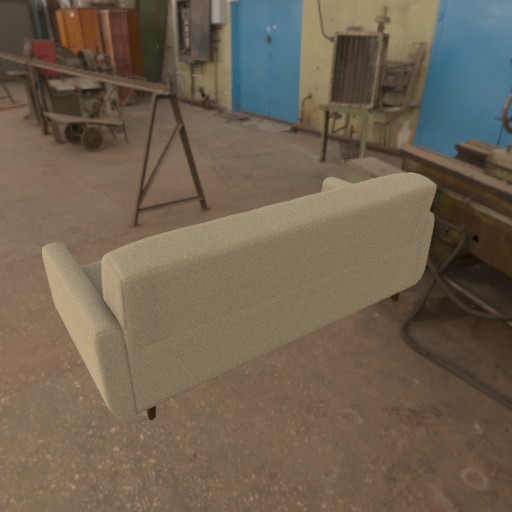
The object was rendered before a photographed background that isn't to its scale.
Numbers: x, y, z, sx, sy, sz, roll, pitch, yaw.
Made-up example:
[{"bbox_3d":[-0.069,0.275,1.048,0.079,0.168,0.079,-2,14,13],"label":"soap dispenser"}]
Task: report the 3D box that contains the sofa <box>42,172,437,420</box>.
[{"bbox_3d":[0.000,0.000,2.622,2.137,0.892,0.980,-18,33,-30],"label":"sofa"}]
